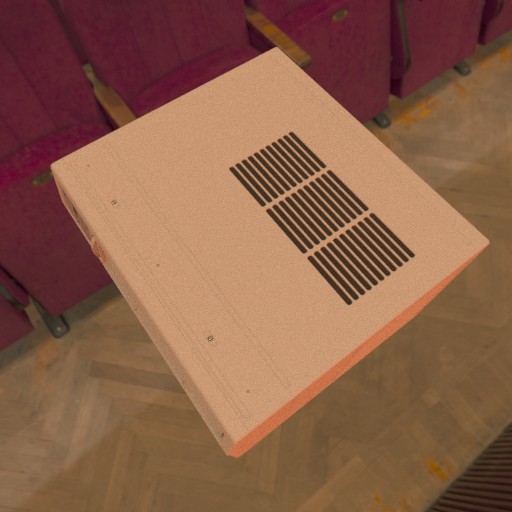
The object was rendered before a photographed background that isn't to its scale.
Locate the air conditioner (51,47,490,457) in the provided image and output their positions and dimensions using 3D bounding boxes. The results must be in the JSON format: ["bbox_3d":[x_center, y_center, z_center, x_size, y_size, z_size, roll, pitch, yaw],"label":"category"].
[{"bbox_3d":[0.000,0.000,1.049,0.599,0.455,0.645,-34,69,-15],"label":"air conditioner"}]
